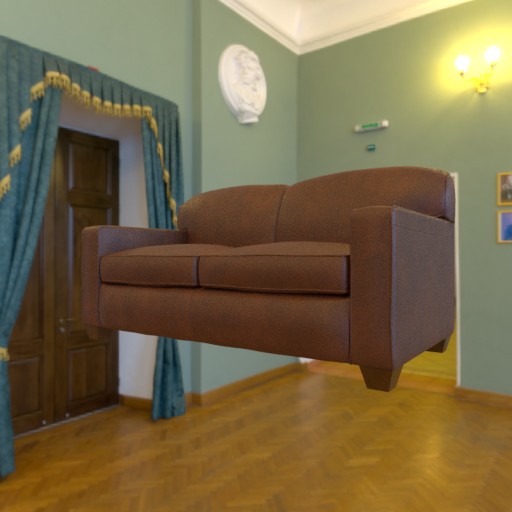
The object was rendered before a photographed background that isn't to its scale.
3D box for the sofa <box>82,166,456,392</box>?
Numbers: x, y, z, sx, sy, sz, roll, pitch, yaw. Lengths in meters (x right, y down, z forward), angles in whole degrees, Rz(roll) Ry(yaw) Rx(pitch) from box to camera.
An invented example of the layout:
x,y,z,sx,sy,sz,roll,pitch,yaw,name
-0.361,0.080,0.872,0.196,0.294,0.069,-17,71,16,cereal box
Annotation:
x,y,z,sx,sy,sz,roll,pitch,yaw,name
0.000,0.000,2.417,1.856,0.966,1.000,0,0,36,sofa
